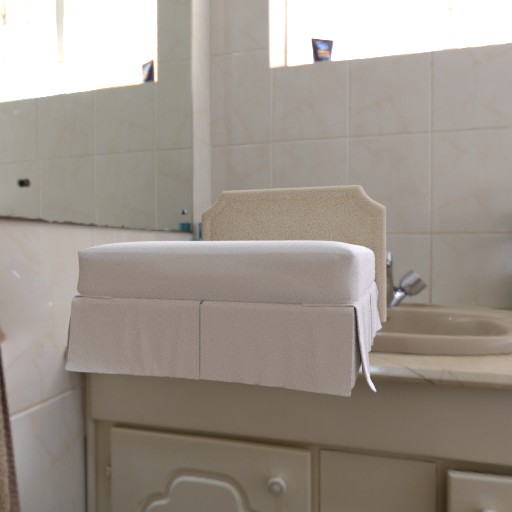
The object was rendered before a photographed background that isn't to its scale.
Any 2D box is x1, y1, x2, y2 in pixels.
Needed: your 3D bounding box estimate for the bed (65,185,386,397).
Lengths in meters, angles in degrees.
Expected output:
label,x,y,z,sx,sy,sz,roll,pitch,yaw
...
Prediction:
label,x,y,z,sx,sy,sz,roll,pitch,yaw
bed,0.000,0.000,3.307,1.827,1.296,2.209,0,1,18
